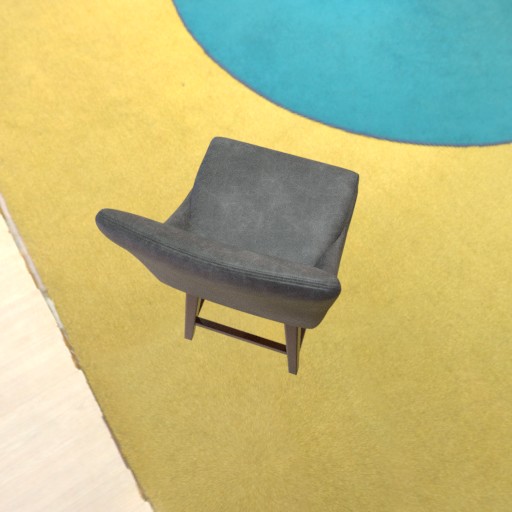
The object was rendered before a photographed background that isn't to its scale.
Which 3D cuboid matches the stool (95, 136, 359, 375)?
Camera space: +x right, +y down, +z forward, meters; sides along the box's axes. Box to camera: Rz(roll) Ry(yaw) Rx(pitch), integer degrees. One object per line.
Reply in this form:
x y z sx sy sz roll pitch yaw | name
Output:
0.000 0.000 1.363 0.492 1.046 0.587 17 66 8 | stool
